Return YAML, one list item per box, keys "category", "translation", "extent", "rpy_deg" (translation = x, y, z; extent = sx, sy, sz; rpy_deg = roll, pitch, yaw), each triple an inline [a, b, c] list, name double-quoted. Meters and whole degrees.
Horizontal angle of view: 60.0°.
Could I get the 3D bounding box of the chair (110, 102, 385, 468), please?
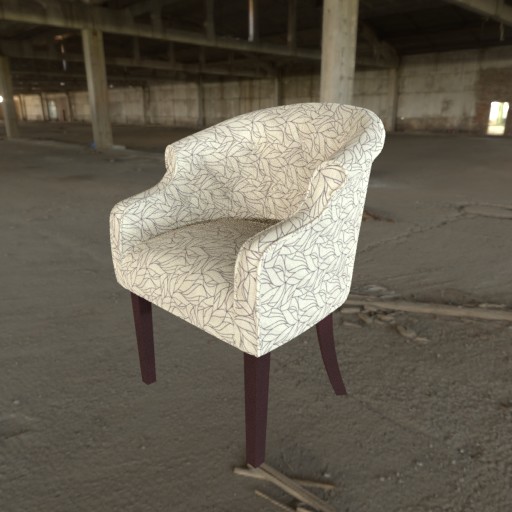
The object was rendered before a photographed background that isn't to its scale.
- category: "chair"
  translation: [0.000, 0.000, 1.305]
  extent: [0.613, 0.858, 0.686]
  rpy_deg: [-17, 25, -42]
